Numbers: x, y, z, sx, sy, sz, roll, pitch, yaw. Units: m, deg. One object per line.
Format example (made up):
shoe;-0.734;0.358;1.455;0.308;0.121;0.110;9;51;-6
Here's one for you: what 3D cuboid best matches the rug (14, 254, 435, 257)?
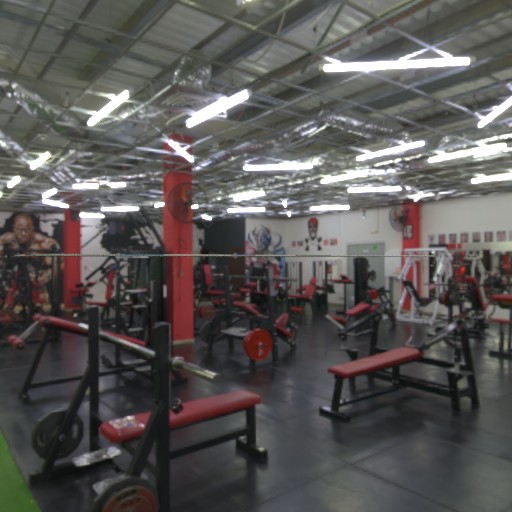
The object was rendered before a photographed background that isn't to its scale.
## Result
rug;0.000;0.000;2.619;2.437;0.008;0.774;0;0;-35
